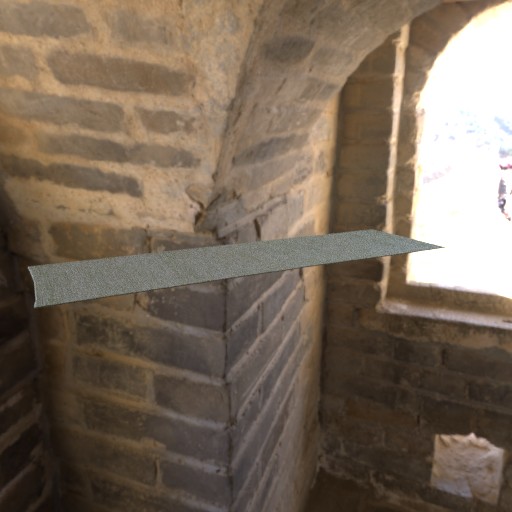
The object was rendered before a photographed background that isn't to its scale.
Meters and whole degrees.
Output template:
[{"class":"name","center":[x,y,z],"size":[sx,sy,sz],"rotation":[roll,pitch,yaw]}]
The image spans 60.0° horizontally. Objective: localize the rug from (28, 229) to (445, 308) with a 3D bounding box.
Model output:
[{"class":"rug","center":[0.000,0.000,2.550],"size":[2.340,0.013,0.686],"rotation":[-7,16,-26]}]
